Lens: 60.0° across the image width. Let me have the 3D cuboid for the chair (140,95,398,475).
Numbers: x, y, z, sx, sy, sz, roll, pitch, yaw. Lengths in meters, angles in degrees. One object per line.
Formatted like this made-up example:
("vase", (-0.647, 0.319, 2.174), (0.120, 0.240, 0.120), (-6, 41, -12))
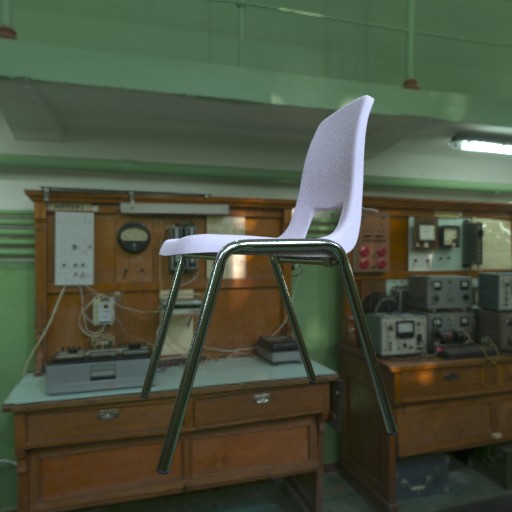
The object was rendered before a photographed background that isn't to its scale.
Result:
("chair", (0.000, 0.000, 0.903), (0.436, 0.653, 0.381), (0, 1, -18))
